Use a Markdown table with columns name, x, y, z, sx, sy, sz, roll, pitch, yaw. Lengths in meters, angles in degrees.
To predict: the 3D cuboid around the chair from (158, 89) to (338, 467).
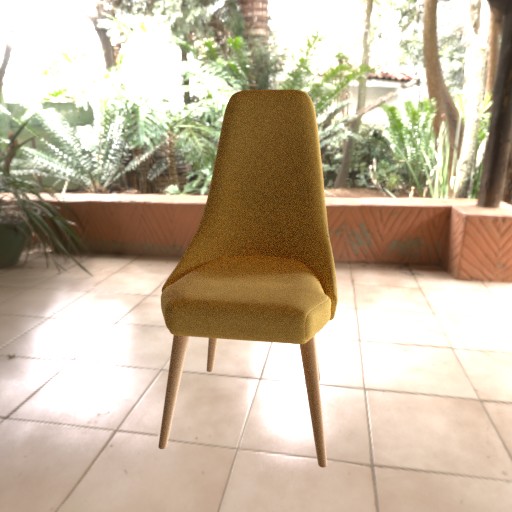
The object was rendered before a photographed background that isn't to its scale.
| name | x | y | z | sx | sy | sz | roll | pitch | yaw |
| --- | --- | --- | --- | --- | --- | --- | --- | --- | --- |
| chair | 0.000 | 0.000 | 1.400 | 0.510 | 1.040 | 0.660 | 2 | 16 | 9 |
